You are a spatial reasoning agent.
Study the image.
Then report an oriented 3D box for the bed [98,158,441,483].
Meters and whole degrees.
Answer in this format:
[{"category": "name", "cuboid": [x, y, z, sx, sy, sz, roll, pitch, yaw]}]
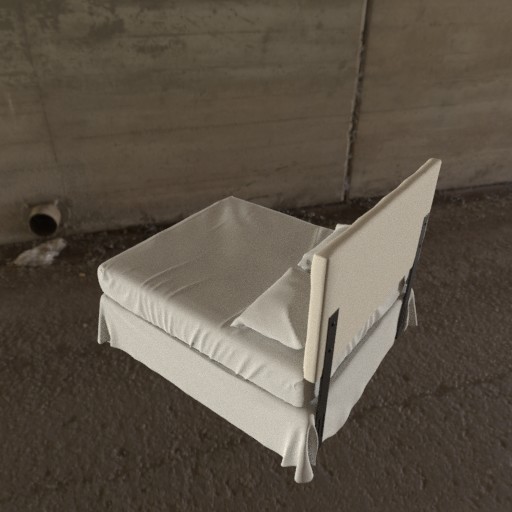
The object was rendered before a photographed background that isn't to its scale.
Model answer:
[{"category": "bed", "cuboid": [0.000, 0.000, 3.498, 2.222, 1.577, 1.936, 22, 39, 31]}]
